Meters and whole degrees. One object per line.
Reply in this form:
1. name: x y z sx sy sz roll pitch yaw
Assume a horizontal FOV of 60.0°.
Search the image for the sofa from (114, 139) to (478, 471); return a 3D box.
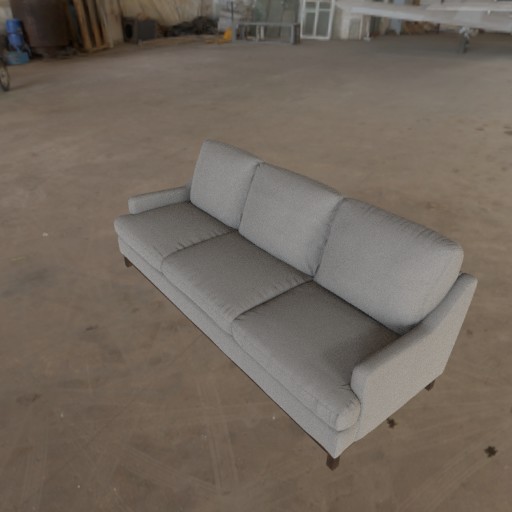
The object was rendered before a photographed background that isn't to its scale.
1. sofa: 0.000 0.000 2.823 0.987 0.926 2.344 -22 38 -32
